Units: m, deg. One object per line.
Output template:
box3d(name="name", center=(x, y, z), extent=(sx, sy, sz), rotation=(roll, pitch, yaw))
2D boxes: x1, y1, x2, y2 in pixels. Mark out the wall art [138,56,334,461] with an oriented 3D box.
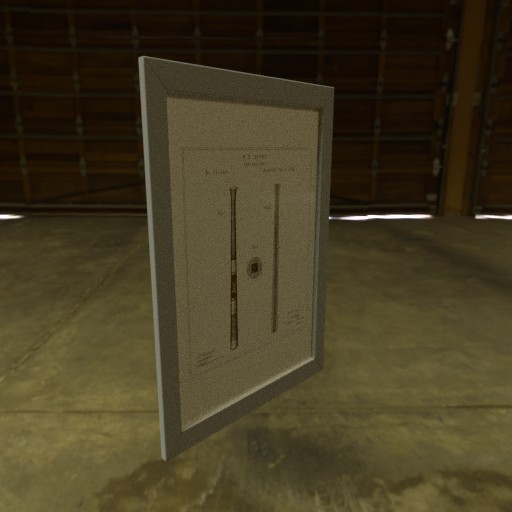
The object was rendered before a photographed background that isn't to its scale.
box3d(name="wall art", center=(0.000, 0.000, 0.693), extent=(0.012, 0.529, 0.374), rotation=(13, 19, 42))
